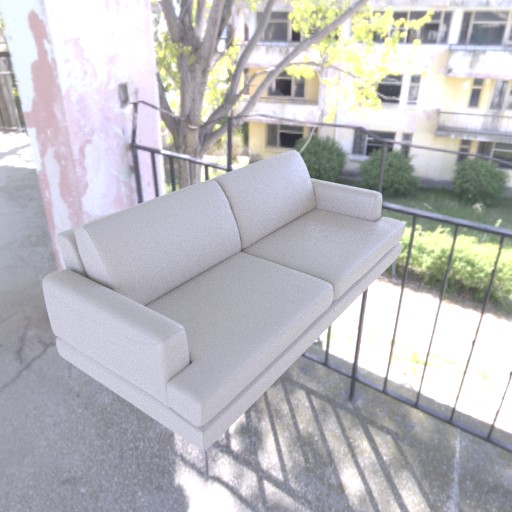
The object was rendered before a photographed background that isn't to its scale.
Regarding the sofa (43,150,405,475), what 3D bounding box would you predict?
[{"bbox_3d":[0.000,0.000,2.378,0.974,0.765,1.940,18,32,32],"label":"sofa"}]
